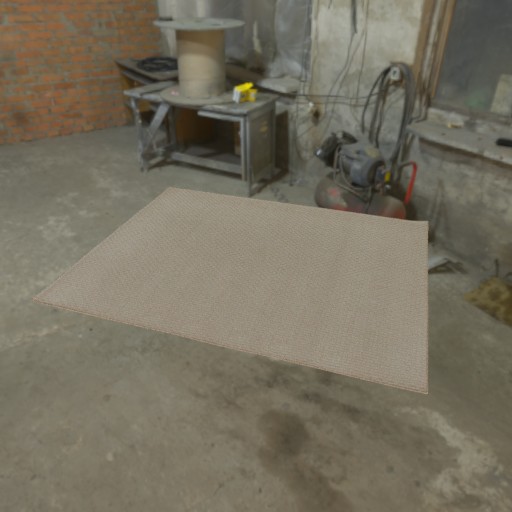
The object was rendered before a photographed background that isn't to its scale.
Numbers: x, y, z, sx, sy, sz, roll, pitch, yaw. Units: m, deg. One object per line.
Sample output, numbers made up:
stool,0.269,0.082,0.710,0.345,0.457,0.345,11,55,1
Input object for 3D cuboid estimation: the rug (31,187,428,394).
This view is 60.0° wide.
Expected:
rug,0.000,0.000,3.922,2.897,0.035,2.277,10,34,15
